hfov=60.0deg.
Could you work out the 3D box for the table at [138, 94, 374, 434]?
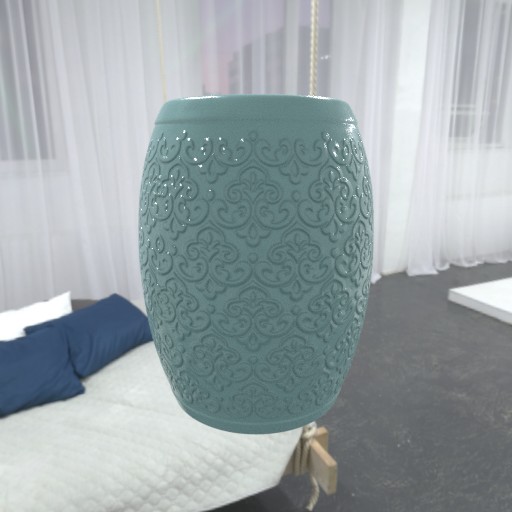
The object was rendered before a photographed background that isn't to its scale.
[{"bbox_3d":[0.000,0.000,0.606,0.309,0.397,0.309,0,14,0],"label":"table"}]
